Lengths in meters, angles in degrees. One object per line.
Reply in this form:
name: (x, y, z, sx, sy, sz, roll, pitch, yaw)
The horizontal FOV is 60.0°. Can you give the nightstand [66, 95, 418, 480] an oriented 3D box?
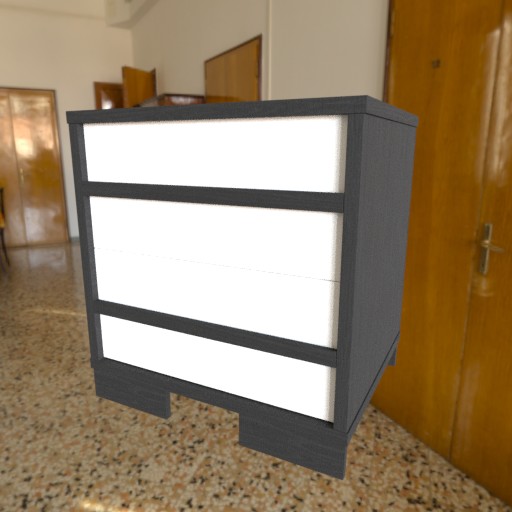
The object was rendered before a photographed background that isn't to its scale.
nightstand: (0.000, 0.000, 0.732, 0.427, 0.448, 0.347, 7, 15, 27)
